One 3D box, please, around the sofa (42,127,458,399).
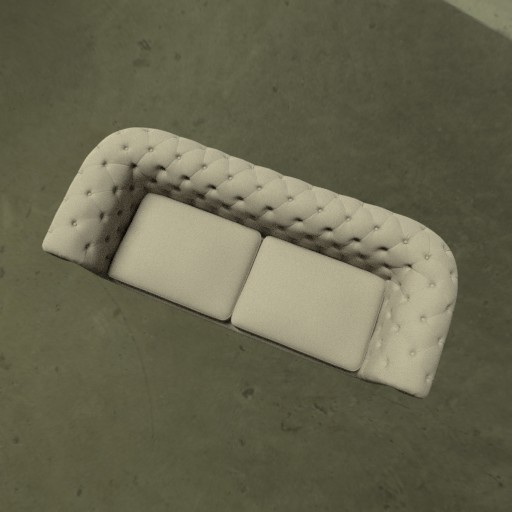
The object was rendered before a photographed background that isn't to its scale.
[{"bbox_3d":[0.000,0.000,2.892,2.411,0.749,0.991,21,77,5],"label":"sofa"}]
